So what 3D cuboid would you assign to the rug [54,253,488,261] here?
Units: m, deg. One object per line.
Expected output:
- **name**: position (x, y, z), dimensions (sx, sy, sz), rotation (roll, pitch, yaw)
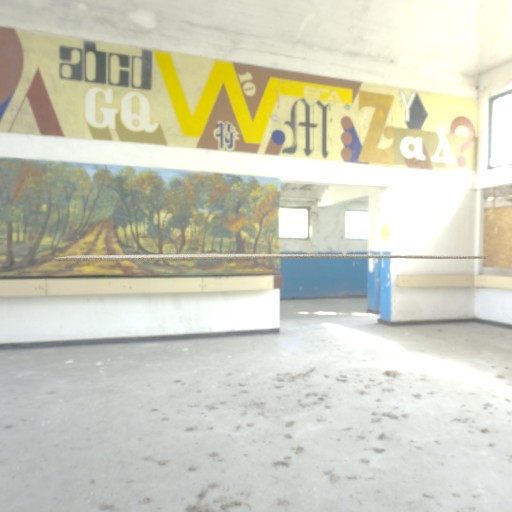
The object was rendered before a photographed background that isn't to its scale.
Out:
- **rug**: position (0.000, 0.000, 2.938), dimensions (2.283, 0.030, 1.596), rotation (0, 1, -18)
